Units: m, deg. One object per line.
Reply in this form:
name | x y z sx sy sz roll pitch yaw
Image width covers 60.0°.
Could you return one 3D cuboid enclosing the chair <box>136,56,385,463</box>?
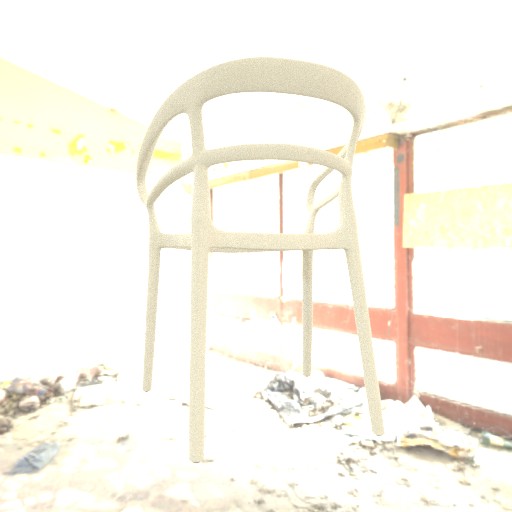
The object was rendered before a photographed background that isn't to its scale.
chair | 0.000 0.000 1.107 0.559 0.761 0.527 0 0 -18
